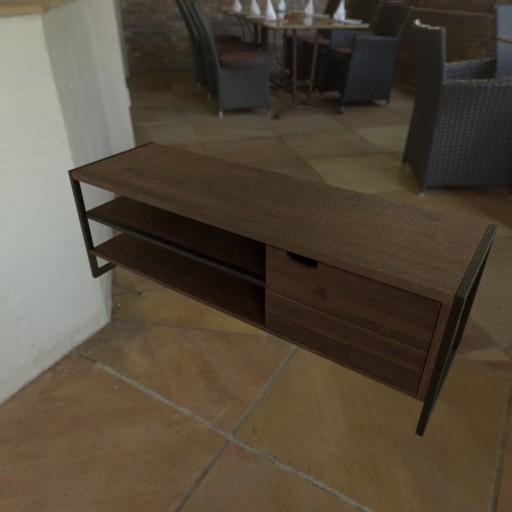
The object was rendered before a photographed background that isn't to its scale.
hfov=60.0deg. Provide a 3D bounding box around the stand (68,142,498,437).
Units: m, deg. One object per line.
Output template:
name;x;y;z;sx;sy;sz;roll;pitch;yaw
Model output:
stand;0.000;0.000;1.676;1.480;0.506;0.454;20;37;29
